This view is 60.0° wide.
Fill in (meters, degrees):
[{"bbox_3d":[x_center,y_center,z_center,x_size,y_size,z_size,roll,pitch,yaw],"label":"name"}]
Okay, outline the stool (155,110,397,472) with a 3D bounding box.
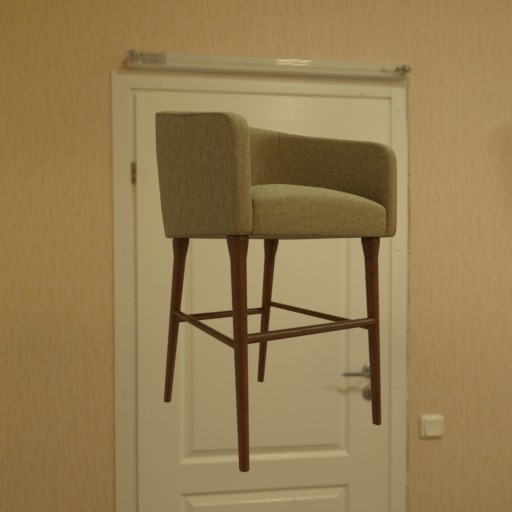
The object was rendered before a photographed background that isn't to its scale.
[{"bbox_3d":[0.000,0.000,1.348,0.559,0.952,0.635,-1,1,-35],"label":"stool"}]
